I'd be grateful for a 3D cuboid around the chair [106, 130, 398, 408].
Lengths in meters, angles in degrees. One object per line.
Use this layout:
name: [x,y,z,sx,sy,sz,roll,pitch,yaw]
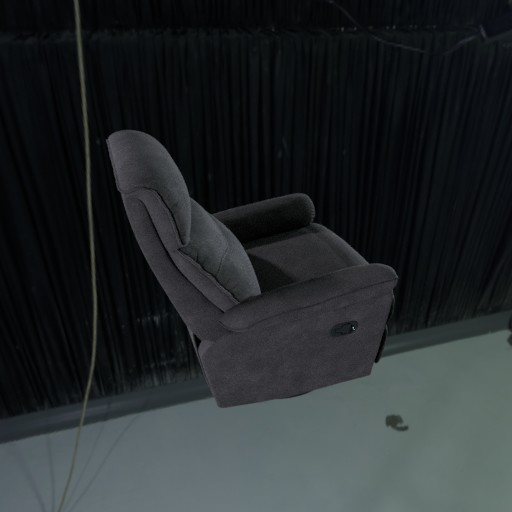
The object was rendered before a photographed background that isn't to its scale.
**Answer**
chair: [0.000,0.000,1.830,1.009,1.035,0.830,-10,32,-17]
